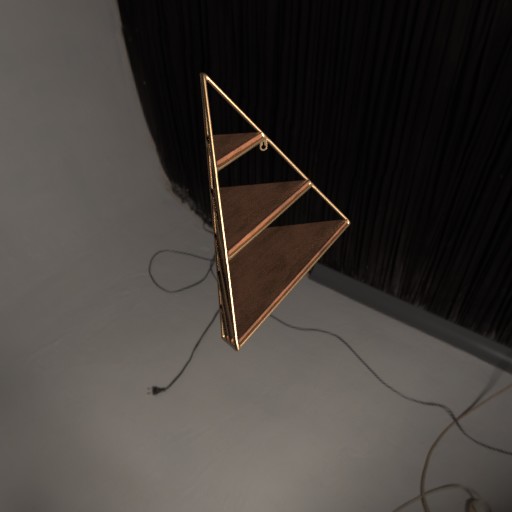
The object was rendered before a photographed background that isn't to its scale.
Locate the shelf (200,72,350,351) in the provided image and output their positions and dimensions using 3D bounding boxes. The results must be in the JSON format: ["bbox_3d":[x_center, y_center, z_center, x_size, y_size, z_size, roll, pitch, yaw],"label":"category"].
[{"bbox_3d":[0.000,0.000,1.201,0.294,0.913,0.564,24,47,25],"label":"shelf"}]
